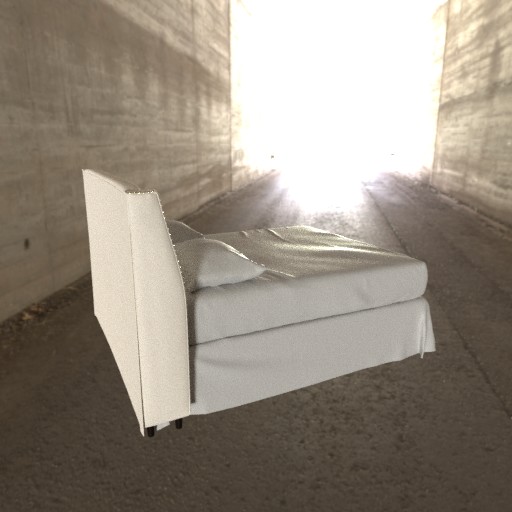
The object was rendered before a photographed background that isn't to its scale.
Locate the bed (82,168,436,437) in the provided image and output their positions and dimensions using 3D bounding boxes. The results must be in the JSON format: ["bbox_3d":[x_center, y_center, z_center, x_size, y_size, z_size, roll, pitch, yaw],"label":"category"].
[{"bbox_3d":[0.000,0.000,3.463,2.276,1.332,1.925,-7,16,-26],"label":"bed"}]
